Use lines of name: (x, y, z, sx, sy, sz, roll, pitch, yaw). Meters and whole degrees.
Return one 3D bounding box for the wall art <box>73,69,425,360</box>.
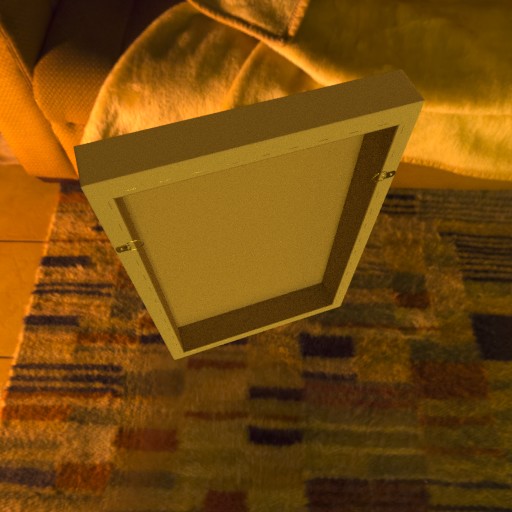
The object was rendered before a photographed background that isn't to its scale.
wall art: (0.000, 0.000, 0.481, 0.252, 0.381, 0.039, -16, 61, -9)
